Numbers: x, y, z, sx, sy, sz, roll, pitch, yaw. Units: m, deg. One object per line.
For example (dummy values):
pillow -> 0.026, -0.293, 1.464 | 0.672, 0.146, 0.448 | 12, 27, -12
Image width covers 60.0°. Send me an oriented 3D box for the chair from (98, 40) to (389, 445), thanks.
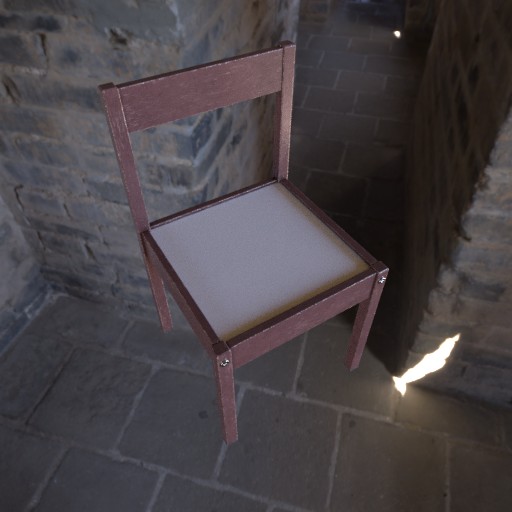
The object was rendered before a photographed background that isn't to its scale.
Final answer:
chair -> 0.000, 0.000, 0.691 | 0.285, 0.505, 0.285 | -24, 50, -21
